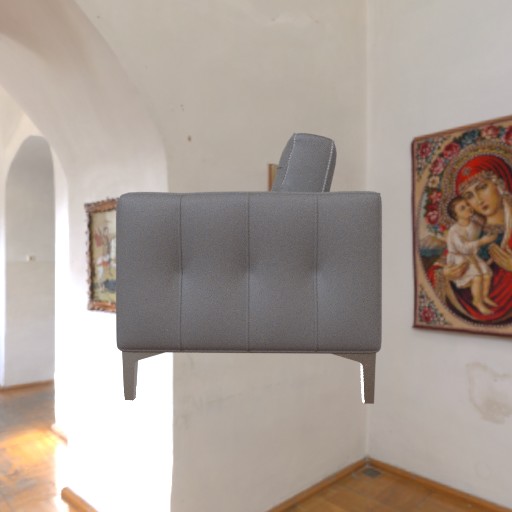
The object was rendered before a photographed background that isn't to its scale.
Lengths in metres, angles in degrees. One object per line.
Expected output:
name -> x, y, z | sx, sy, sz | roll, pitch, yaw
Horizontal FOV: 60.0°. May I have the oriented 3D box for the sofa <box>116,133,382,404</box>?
sofa -> 0.000, 0.000, 2.182 | 0.833, 0.892, 1.726 | 0, 0, 2
